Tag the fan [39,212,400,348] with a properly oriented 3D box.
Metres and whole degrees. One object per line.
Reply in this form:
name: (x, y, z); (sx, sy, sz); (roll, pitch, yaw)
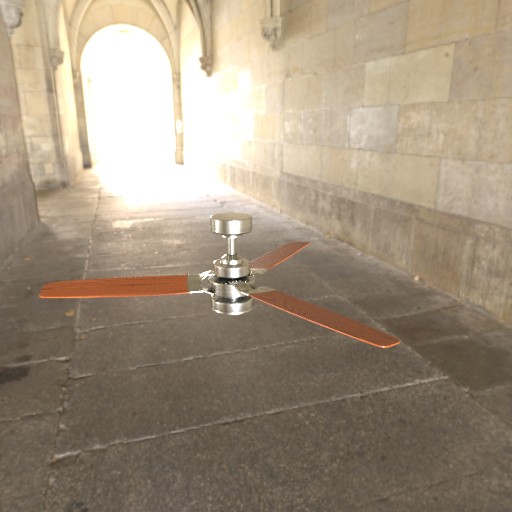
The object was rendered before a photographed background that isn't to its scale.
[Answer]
fan: (0.000, 0.000, 2.003); (1.416, 0.410, 1.271); (8, 18, 27)
